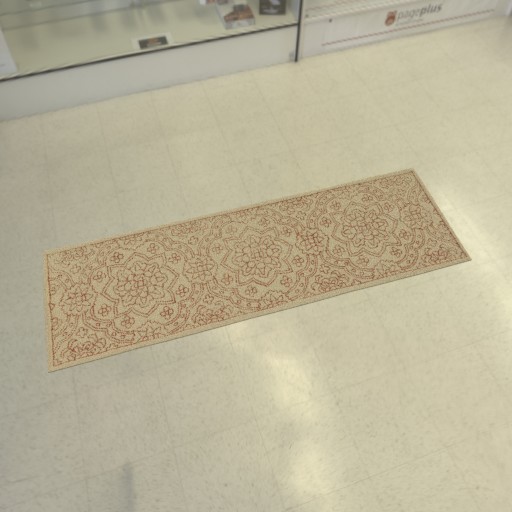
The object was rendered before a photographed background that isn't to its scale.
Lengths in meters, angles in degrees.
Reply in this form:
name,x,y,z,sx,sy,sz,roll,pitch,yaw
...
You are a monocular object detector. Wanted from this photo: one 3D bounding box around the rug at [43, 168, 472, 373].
name,x,y,z,sx,sy,sz,roll,pitch,yaw
rug,0.000,0.000,2.640,2.448,0.012,0.769,-14,59,-8
